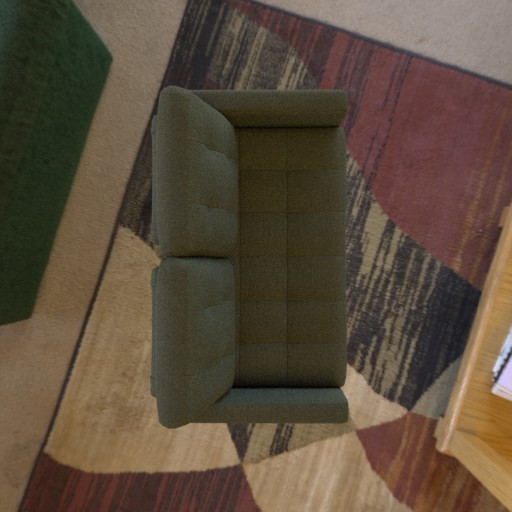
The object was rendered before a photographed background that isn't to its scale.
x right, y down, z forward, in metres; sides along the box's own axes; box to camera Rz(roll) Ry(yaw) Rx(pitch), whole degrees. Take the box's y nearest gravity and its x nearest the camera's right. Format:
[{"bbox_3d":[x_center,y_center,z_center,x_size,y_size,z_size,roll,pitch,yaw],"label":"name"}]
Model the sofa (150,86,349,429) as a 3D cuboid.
[{"bbox_3d":[0.000,0.000,1.972,0.842,0.907,1.407,0,89,0],"label":"sofa"}]
